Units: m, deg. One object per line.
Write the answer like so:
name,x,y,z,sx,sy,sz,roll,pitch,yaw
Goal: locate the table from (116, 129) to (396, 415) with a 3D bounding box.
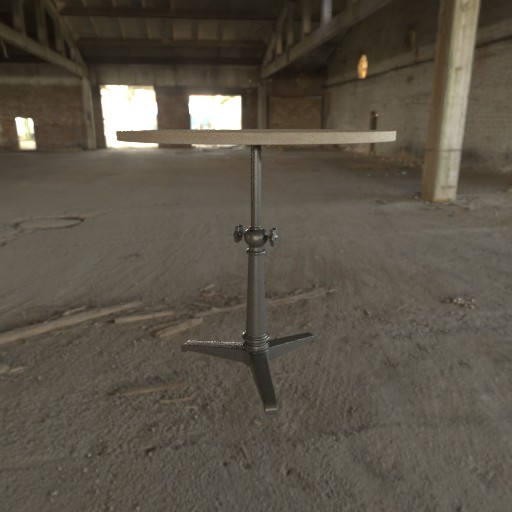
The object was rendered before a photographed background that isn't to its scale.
table,0.000,0.000,1.431,0.800,0.780,0.800,0,16,0
